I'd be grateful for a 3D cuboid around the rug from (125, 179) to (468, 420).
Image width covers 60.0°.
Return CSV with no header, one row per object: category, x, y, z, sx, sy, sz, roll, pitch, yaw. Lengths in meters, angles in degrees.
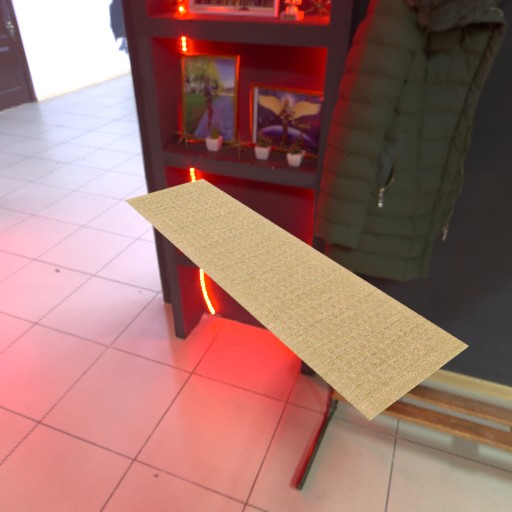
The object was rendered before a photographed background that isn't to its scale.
rug,0.000,0.000,2.737,0.686,0.006,2.437,-22,39,-30
